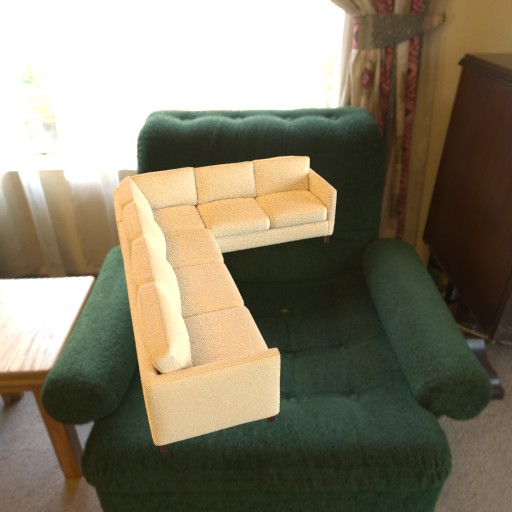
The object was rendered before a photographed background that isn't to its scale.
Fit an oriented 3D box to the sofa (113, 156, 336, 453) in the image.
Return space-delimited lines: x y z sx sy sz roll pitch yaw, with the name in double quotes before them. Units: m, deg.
"sofa" 0.000 0.000 4.498 2.593 0.947 3.302 -10 33 -16
